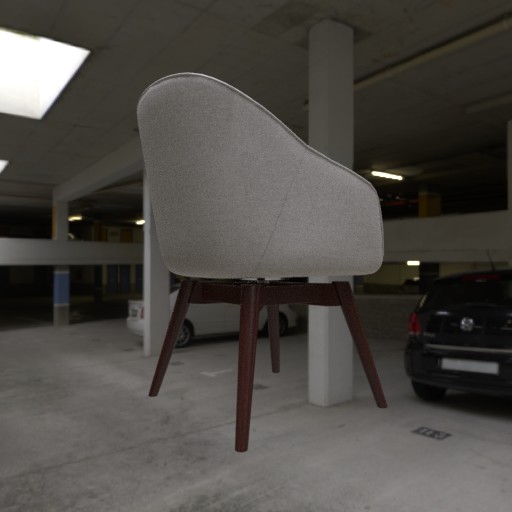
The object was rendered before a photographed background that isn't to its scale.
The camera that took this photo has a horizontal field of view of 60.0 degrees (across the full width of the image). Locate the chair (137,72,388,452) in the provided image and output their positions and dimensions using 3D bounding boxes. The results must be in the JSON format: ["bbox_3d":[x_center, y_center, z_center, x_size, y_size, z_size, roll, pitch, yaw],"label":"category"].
[{"bbox_3d":[0.000,0.000,1.246,0.635,0.823,0.596,0,-1,-36],"label":"chair"}]
